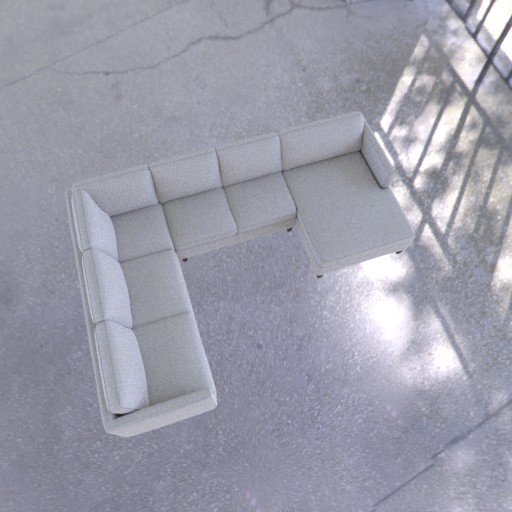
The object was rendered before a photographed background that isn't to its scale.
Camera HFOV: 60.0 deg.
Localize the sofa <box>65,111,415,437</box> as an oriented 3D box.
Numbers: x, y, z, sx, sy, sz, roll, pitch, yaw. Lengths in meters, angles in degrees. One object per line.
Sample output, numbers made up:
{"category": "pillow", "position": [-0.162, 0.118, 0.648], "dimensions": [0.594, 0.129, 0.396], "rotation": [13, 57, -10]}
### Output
{"category": "sofa", "position": [0.000, 0.000, 4.535], "dimensions": [3.403, 0.889, 2.551], "rotation": [-16, 65, -8]}
